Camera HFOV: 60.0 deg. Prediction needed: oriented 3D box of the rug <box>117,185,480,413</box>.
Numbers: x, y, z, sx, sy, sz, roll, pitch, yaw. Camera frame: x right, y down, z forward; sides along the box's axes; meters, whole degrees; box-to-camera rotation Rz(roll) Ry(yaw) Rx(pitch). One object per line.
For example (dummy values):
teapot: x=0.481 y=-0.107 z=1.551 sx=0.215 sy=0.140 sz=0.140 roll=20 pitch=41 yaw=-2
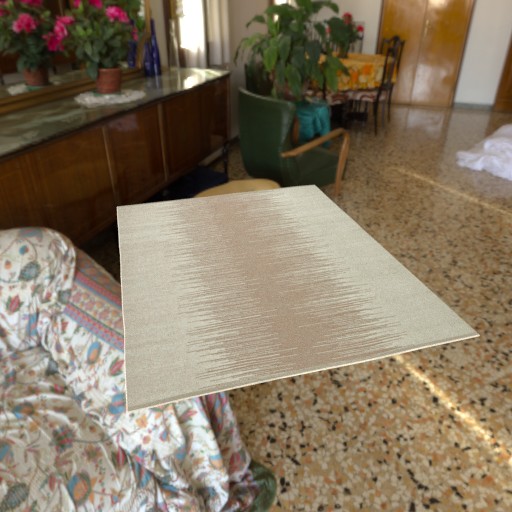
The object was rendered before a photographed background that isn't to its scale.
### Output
rug: x=0.000 y=0.000 z=4.119 sx=2.438 sy=0.013 sz=3.048 roll=-8 pitch=31 yaw=-14
